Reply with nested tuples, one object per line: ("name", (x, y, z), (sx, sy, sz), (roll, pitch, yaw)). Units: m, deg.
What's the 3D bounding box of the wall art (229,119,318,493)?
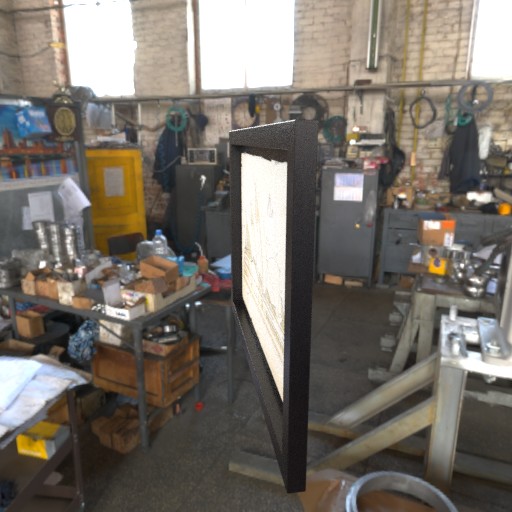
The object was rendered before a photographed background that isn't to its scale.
("wall art", (0.000, 0.000, 0.824), (0.027, 0.458, 0.657), (-2, 15, -9))
